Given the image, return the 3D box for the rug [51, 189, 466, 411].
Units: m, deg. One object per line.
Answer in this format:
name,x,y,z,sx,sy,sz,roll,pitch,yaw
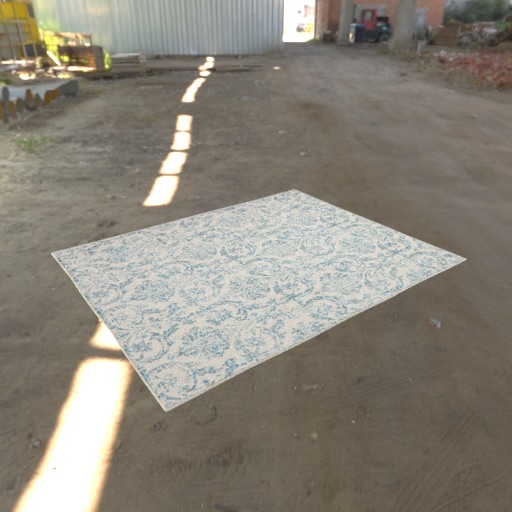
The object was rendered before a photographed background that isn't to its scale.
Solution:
rug,0.000,0.000,4.050,2.980,0.012,2.363,-19,33,-32
